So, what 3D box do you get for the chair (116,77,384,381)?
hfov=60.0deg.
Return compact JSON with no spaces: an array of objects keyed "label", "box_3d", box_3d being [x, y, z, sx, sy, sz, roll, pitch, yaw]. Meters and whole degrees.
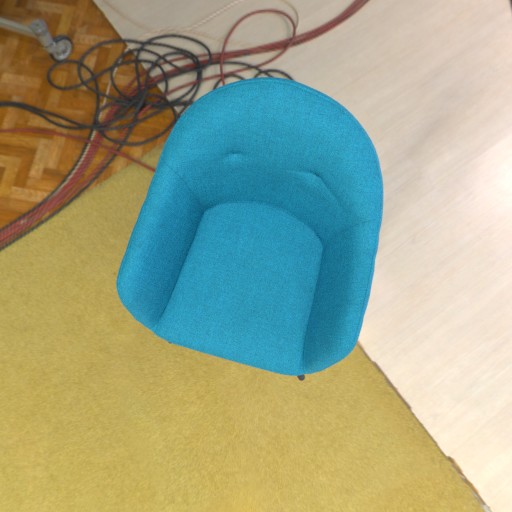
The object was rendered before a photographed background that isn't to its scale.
[{"label":"chair","box_3d":[0.000,0.000,1.197,0.545,0.775,0.565,15,76,4]}]
